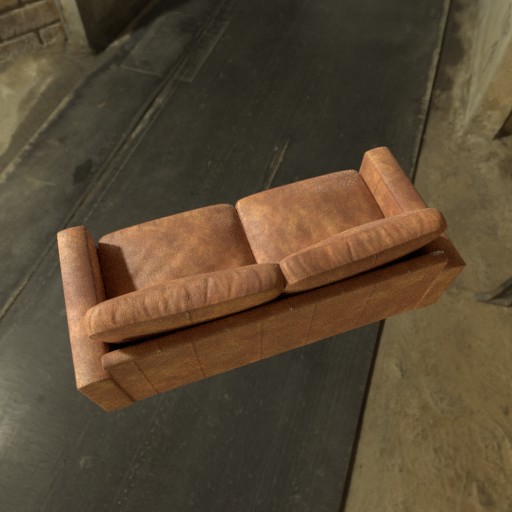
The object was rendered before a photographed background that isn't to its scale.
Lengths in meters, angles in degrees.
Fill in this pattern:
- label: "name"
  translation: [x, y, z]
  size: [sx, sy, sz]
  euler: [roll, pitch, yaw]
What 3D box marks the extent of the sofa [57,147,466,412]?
- label: "sofa"
  translation: [0.000, 0.000, 2.669]
  size: [2.179, 0.873, 1.016]
  euler: [-16, 60, -10]
